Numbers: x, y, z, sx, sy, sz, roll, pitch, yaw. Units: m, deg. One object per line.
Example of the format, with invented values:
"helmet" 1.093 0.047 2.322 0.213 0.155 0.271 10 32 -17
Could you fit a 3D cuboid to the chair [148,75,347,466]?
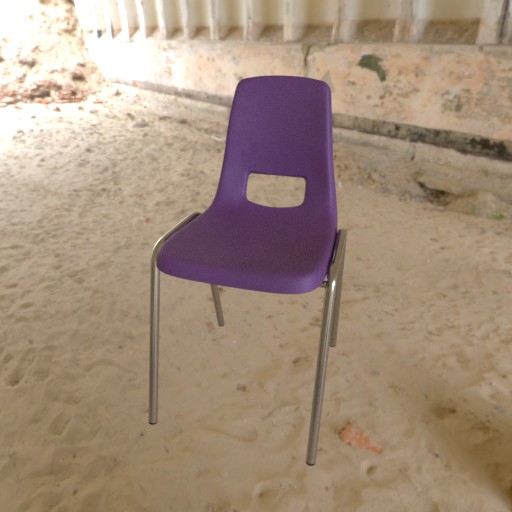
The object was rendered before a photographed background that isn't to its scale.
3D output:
"chair" 0.000 0.000 0.974 0.381 0.704 0.432 8 28 15
